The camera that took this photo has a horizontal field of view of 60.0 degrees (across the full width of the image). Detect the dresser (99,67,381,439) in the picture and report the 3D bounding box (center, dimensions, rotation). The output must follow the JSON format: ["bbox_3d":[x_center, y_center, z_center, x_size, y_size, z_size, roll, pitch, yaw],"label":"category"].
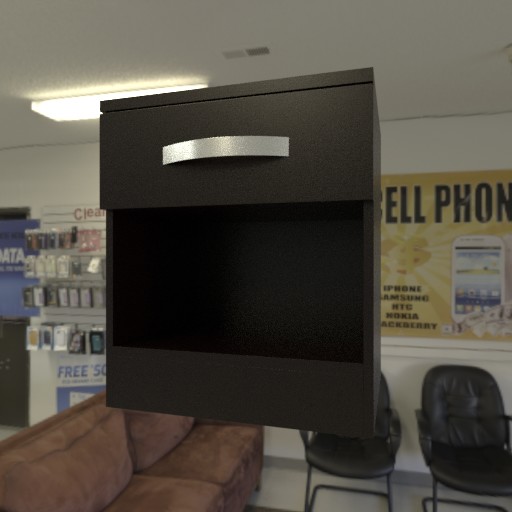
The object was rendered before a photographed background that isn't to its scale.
[{"bbox_3d":[0.000,0.000,0.756,0.400,0.470,0.360,0,0,17],"label":"dresser"}]
